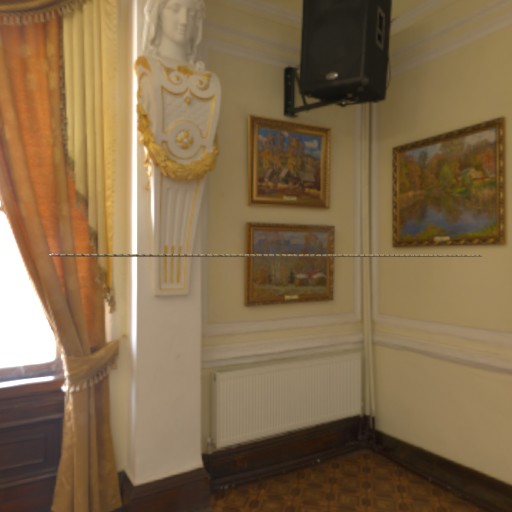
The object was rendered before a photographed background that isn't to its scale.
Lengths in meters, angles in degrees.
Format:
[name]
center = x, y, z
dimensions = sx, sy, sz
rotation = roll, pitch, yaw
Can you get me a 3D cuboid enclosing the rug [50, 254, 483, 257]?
[rug]
center = 0.000, 0.000, 2.213
dimensions = 1.752, 0.008, 1.144
rotation = 0, 0, -18
